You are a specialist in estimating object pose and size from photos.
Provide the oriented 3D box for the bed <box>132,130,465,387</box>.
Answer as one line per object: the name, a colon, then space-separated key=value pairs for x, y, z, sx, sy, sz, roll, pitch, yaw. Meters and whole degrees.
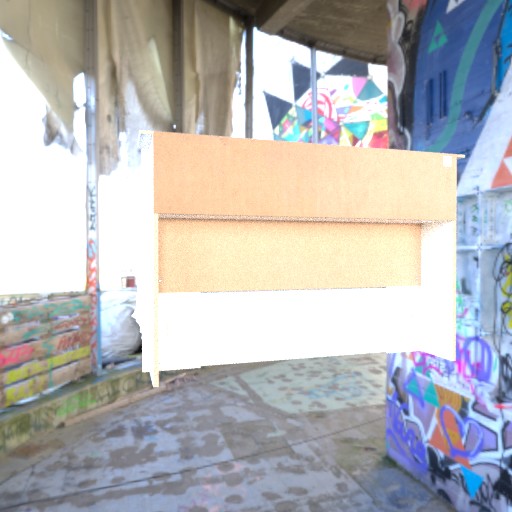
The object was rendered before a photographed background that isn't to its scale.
bed: x=0.000 y=0.000 z=3.134 sx=1.671 sy=1.092 sz=2.133 roll=0 pitch=1 yaw=-17
